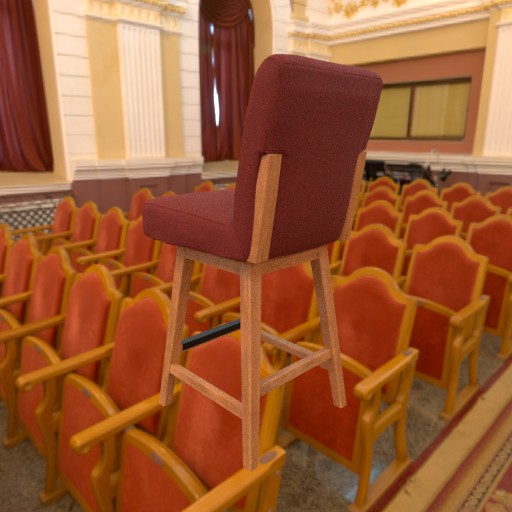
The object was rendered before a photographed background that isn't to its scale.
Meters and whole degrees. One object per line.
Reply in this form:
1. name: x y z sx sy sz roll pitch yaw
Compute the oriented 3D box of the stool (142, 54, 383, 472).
1. stool: 0.000 0.000 1.345 0.468 1.038 0.562 -14 20 -42
